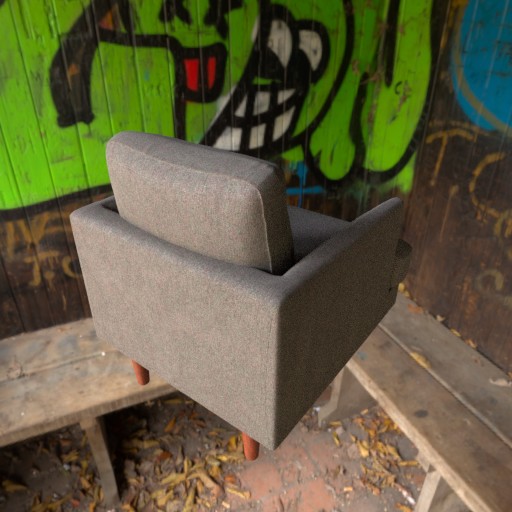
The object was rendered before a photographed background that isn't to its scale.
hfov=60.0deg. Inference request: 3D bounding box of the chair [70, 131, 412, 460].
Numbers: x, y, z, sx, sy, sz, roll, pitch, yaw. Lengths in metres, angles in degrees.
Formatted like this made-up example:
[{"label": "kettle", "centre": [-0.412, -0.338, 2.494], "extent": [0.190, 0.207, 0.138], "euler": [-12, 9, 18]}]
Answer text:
[{"label": "chair", "centre": [0.000, 0.000, 1.601], "extent": [0.858, 0.957, 0.899], "euler": [21, 36, 32]}]
